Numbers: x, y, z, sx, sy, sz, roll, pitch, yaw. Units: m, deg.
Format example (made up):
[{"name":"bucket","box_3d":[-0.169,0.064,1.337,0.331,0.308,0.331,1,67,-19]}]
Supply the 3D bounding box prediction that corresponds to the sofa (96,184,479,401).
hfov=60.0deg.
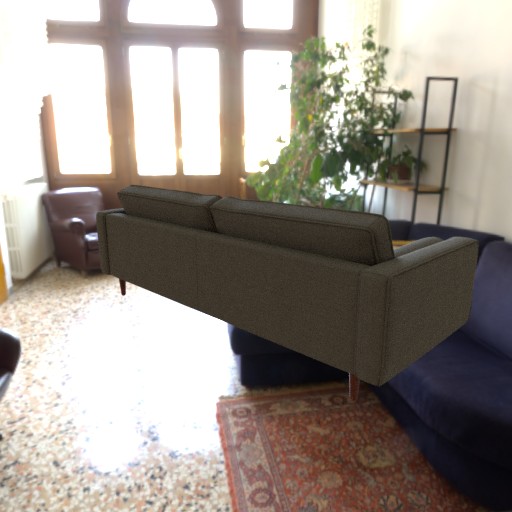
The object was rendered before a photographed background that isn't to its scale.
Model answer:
[{"name":"sofa","box_3d":[0.000,0.000,2.630,2.198,0.762,0.914,14,20,43]}]
